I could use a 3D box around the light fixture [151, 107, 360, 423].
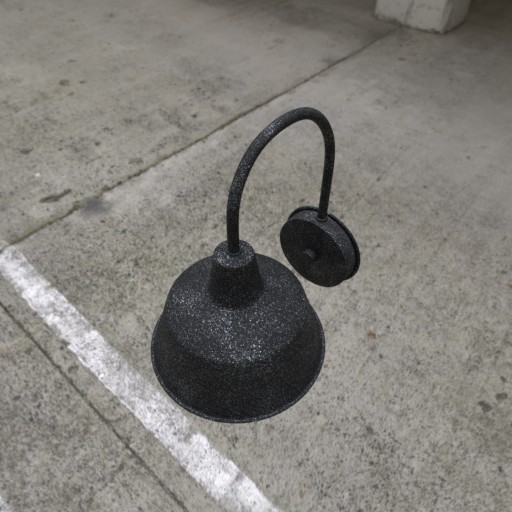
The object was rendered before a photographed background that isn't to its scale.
[{"bbox_3d":[0.000,0.000,0.482,0.216,0.300,0.283,32,54,27],"label":"light fixture"}]
